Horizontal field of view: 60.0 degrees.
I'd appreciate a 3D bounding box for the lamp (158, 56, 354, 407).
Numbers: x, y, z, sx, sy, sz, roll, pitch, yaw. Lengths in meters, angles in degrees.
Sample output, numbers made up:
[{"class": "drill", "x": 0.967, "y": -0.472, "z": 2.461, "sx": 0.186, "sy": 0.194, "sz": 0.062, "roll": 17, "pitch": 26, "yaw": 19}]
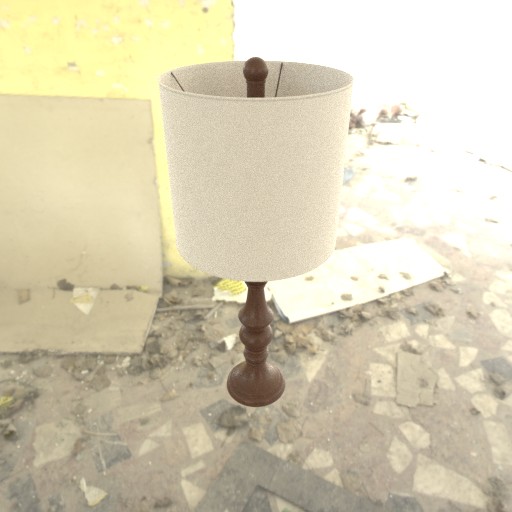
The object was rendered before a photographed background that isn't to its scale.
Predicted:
[{"class": "lamp", "x": 0.000, "y": 0.000, "z": 0.721, "sx": 0.250, "sy": 0.597, "sz": 0.250, "roll": 10, "pitch": 34, "yaw": 16}]
